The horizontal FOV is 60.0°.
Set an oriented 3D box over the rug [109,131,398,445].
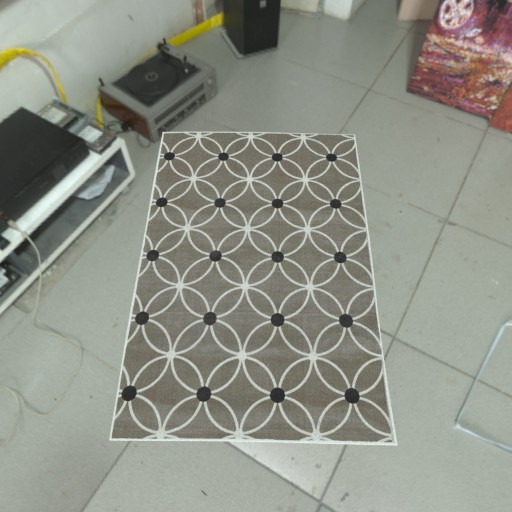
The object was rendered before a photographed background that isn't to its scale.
[{"bbox_3d":[0.000,0.000,2.909,1.522,0.008,2.284,1,59,0],"label":"rug"}]
